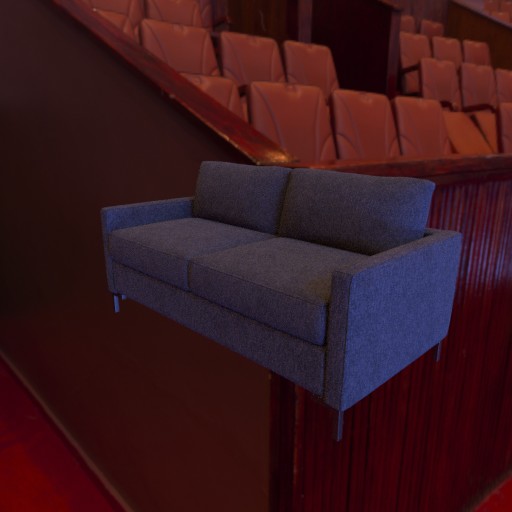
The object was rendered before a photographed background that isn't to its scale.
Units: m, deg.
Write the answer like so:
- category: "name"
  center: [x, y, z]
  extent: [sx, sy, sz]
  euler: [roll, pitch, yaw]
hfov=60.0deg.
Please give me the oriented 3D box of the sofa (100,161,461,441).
- category: "sofa"
  center: [0.000, 0.000, 2.262]
  extent: [0.866, 0.862, 1.716]
  euler: [-15, 22, -42]
